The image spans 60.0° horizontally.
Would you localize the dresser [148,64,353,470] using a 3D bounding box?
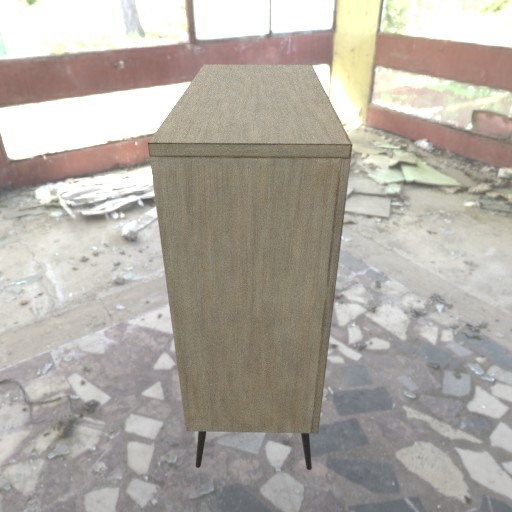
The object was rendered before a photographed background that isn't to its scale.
[{"bbox_3d":[0.000,0.000,1.718,0.457,1.219,1.016,1,32,1],"label":"dresser"}]
